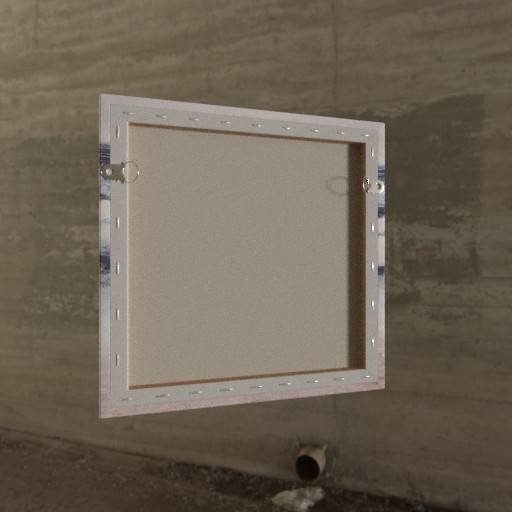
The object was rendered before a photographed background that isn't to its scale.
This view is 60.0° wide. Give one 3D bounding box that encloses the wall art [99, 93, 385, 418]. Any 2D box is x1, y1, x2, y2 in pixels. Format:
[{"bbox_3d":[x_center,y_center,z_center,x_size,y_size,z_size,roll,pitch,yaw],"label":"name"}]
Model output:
[{"bbox_3d":[0.000,0.000,1.132,0.755,0.747,0.065,0,0,-18],"label":"wall art"}]
